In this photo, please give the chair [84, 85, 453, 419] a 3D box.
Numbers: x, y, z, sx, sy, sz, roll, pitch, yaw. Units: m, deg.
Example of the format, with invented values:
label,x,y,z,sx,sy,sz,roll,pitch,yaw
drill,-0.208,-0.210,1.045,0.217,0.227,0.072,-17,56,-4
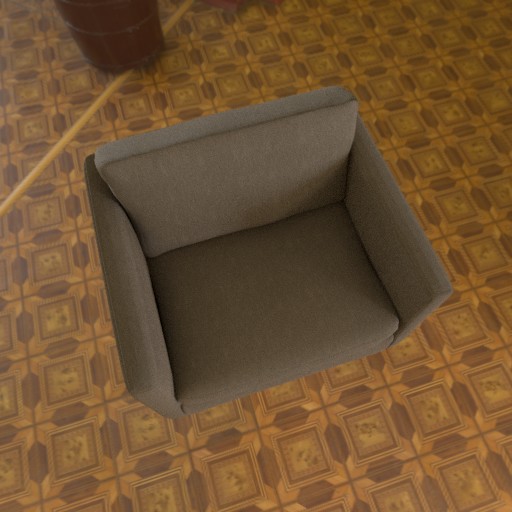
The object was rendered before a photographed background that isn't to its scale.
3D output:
label,x,y,z,sx,sy,sz,roll,pitch,yaw
chair,0.000,0.000,1.785,1.107,0.963,0.959,-16,65,-8
